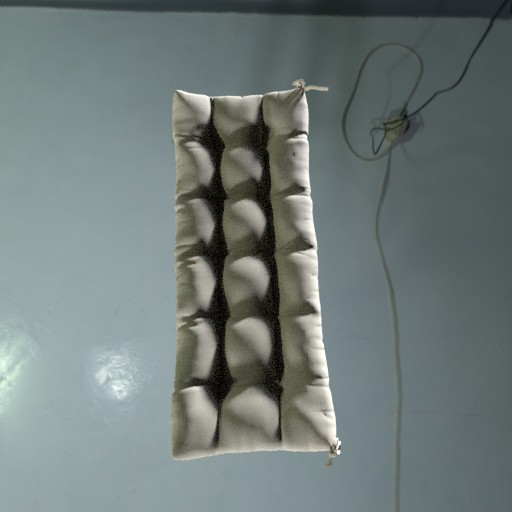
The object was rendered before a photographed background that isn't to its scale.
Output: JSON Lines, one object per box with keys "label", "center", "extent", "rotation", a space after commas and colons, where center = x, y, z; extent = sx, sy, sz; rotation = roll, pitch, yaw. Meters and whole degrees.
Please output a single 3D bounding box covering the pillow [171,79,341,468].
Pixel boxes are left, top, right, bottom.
{"label": "pillow", "center": [0.000, 0.000, 1.333], "extent": [0.511, 0.174, 1.194], "rotation": [-3, 75, -1]}
